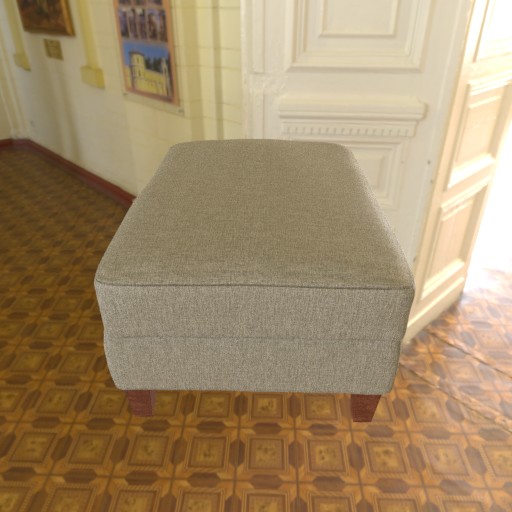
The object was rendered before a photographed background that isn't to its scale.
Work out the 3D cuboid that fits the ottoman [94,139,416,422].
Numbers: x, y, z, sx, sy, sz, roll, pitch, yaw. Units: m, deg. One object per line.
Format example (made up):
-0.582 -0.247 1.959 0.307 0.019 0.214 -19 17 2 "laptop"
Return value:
0.000 0.000 1.265 0.639 0.494 0.873 1 31 1 "ottoman"
